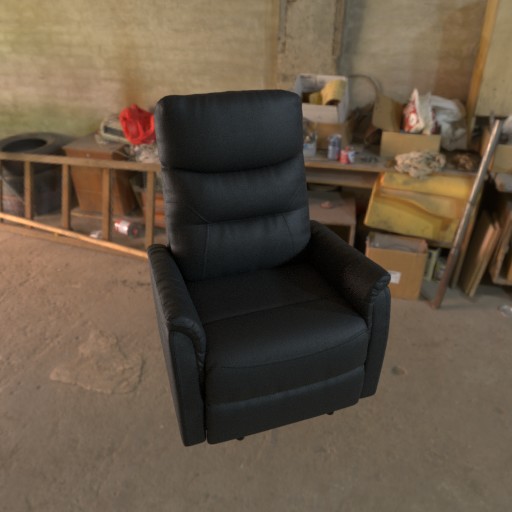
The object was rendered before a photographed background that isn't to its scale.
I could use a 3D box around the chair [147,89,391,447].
[{"bbox_3d":[0.000,0.000,1.665,0.775,1.082,0.831,-10,33,-15],"label":"chair"}]
